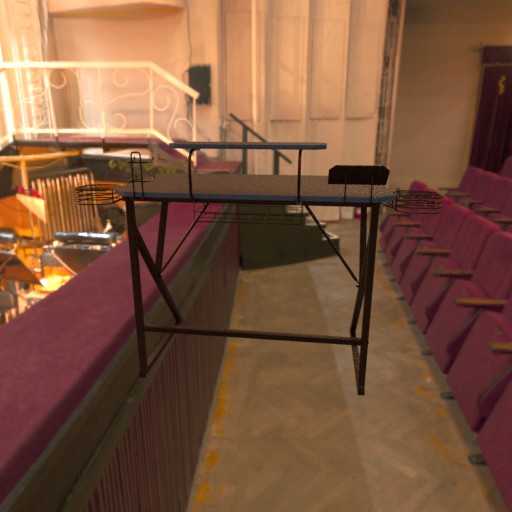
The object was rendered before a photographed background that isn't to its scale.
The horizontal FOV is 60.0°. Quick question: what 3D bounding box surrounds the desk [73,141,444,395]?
[{"bbox_3d":[0.000,0.000,1.801,1.295,0.909,0.594,2,17,8],"label":"desk"}]
